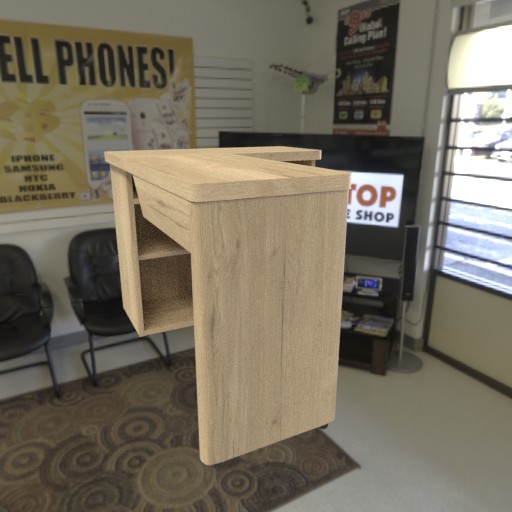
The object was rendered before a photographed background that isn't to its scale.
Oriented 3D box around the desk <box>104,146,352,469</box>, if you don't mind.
[{"bbox_3d":[0.000,0.000,1.741,0.900,0.760,1.169,-8,19,-26],"label":"desk"}]
